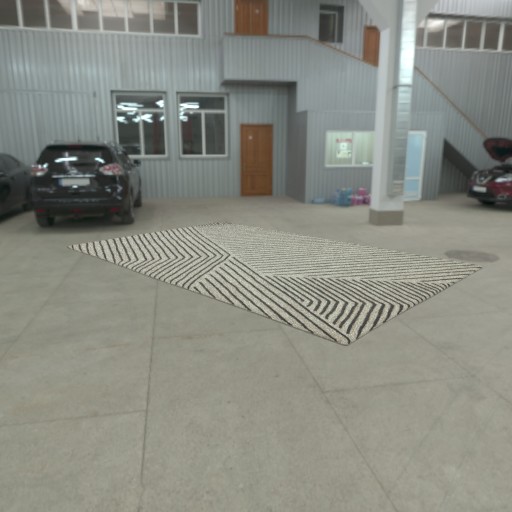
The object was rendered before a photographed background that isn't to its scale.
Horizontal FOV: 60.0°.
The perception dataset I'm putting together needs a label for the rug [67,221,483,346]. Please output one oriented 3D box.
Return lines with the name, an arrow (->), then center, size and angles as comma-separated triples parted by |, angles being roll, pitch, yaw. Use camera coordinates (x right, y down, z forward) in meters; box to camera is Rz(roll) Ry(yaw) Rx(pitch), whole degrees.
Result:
rug -> 0.000, 0.000, 2.994 | 2.406, 0.023, 1.539 | 13, 19, 42
